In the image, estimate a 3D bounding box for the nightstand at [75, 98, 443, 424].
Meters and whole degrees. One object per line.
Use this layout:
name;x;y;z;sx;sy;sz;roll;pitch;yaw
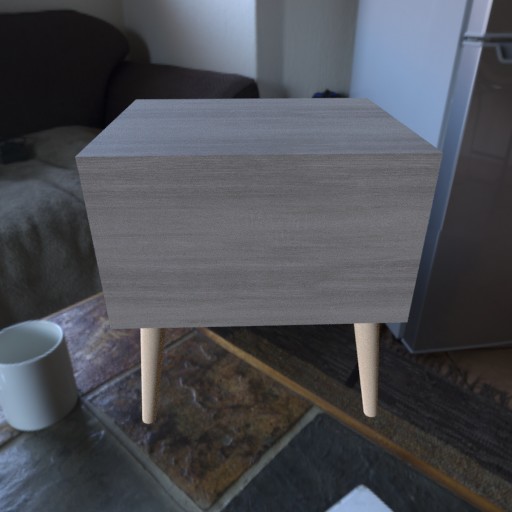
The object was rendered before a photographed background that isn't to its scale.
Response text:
nightstand;0.000;0.000;0.830;0.450;0.500;0.380;-1;30;-2
